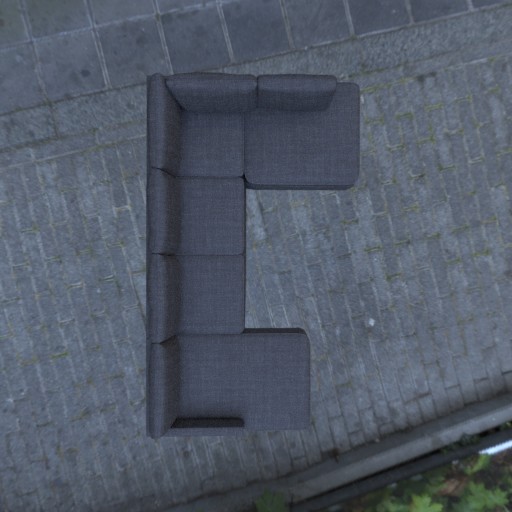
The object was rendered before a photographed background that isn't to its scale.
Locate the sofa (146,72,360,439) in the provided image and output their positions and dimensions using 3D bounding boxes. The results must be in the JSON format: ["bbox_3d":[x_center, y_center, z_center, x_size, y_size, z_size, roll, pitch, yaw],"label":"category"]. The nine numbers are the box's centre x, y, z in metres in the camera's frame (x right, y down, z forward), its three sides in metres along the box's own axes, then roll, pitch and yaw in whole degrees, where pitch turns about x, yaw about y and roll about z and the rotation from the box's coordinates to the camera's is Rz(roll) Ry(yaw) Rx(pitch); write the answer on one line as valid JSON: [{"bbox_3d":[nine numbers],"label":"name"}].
[{"bbox_3d":[0.000,0.000,4.356,2.048,0.999,3.423,0,90,-2],"label":"sofa"}]
